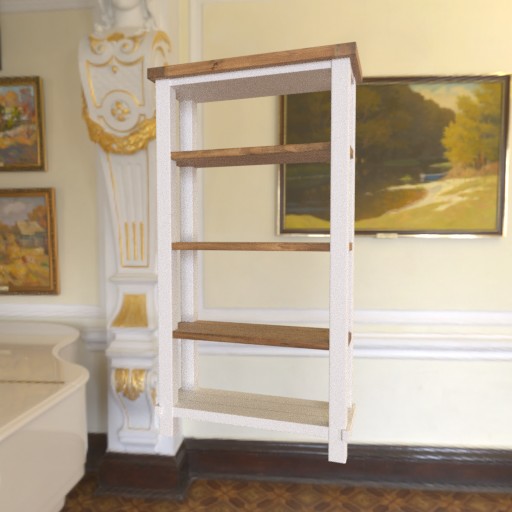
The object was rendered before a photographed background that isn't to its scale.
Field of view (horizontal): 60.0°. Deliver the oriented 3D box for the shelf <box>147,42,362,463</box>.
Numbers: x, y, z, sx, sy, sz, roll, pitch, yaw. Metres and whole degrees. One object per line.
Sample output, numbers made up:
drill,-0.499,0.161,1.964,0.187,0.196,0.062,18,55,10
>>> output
shelf,0.000,0.000,2.284,1.022,1.878,0.381,1,3,17
